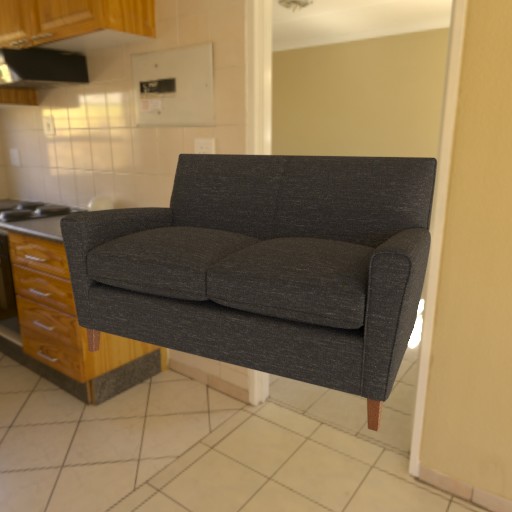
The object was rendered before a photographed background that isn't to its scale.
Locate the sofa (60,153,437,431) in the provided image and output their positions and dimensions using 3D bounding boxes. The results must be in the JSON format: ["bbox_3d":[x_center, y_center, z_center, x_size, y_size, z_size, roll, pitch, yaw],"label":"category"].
[{"bbox_3d":[0.000,0.000,1.960,1.420,0.846,0.875,7,16,26],"label":"sofa"}]
